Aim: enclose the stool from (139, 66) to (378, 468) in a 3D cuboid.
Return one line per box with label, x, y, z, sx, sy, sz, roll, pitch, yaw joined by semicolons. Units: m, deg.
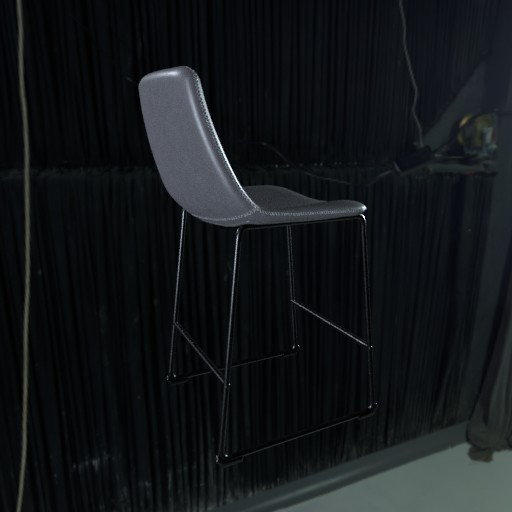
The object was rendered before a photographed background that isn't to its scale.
stool;0.000;0.000;1.182;0.546;0.876;0.470;-7;17;-26
